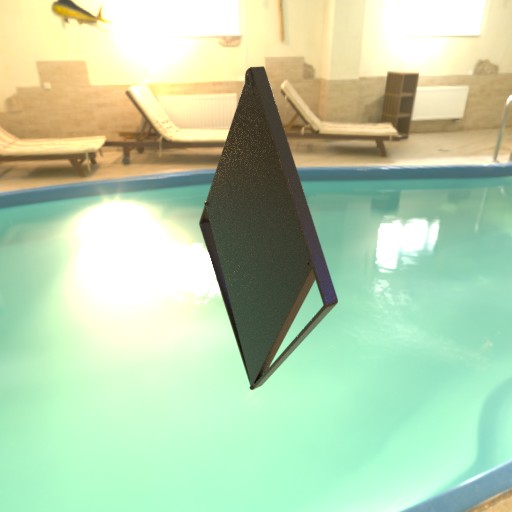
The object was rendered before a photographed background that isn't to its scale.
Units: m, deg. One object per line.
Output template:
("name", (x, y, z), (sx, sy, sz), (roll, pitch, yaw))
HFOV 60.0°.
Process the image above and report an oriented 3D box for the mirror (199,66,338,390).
("mirror", (0.000, 0.000, 0.863), (0.032, 0.679, 0.419), (-18, 32, -31))
